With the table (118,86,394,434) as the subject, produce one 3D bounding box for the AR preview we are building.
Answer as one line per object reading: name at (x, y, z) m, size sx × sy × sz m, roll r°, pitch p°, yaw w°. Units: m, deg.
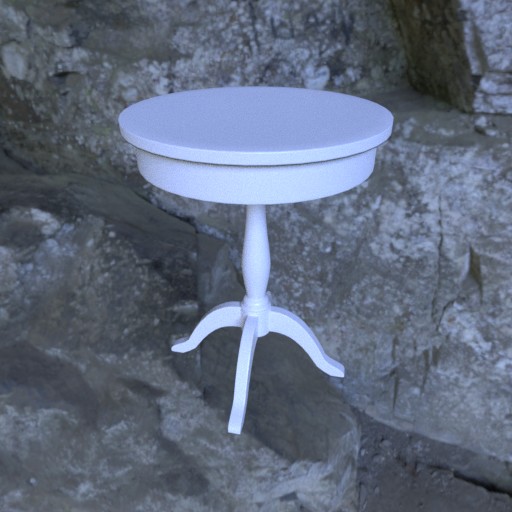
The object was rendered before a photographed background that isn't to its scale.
table at (0.000, 0.000, 1.020) m, size 0.513 × 0.653 × 0.513 m, roll 0°, pitch 31°, yaw 0°
